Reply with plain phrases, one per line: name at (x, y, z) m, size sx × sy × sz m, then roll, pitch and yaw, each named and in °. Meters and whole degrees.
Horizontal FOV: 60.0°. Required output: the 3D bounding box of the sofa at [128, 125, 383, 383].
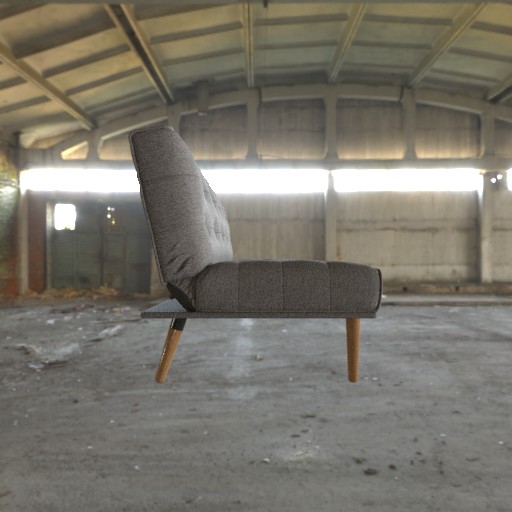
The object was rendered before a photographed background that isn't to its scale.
sofa at (0.000, 0.000, 2.295) m, size 0.810 × 0.830 × 1.820 m, roll 0°, pitch 0°, yaw 0°
